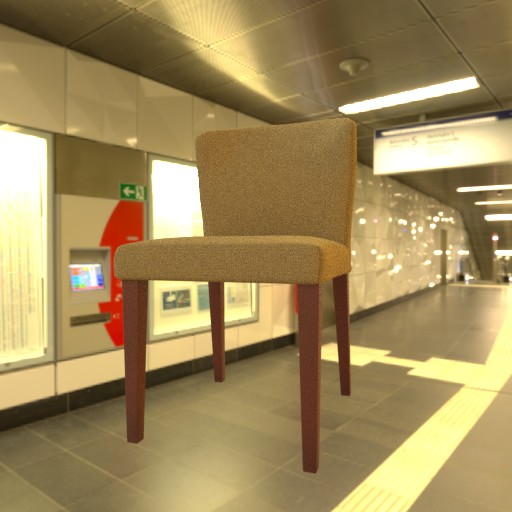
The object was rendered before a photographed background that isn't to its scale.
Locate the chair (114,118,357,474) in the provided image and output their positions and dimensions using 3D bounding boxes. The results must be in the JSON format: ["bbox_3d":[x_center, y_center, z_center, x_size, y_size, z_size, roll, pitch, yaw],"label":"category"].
[{"bbox_3d":[0.000,0.000,1.179,0.491,0.839,0.589,0,1,19],"label":"chair"}]
